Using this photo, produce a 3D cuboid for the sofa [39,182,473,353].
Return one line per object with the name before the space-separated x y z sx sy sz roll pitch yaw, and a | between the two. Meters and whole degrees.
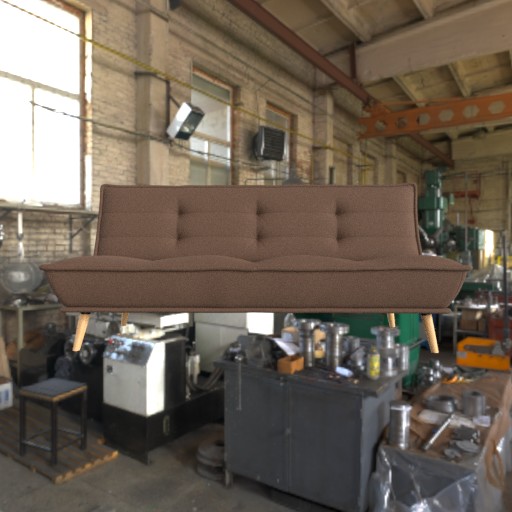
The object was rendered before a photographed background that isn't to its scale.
sofa | 0.000 0.000 2.425 1.940 0.890 0.950 0 1 1
